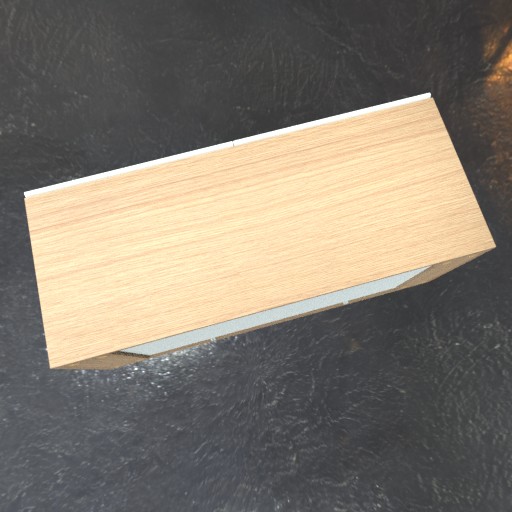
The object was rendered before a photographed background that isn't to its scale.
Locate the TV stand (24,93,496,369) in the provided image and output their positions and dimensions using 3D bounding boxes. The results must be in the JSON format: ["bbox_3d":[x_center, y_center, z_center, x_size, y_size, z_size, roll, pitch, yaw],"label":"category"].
[{"bbox_3d":[0.000,0.000,1.316,0.991,0.660,0.407,-15,76,-4],"label":"TV stand"}]
